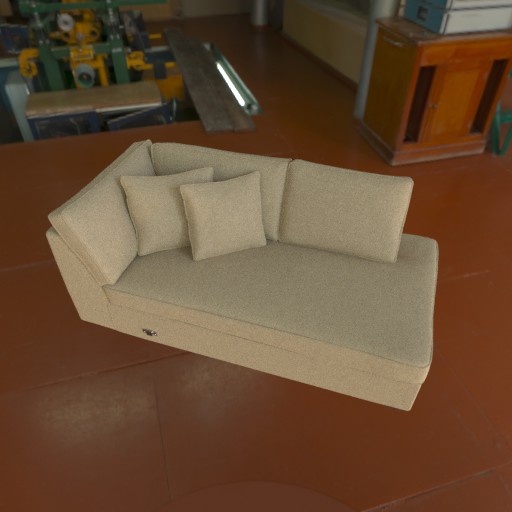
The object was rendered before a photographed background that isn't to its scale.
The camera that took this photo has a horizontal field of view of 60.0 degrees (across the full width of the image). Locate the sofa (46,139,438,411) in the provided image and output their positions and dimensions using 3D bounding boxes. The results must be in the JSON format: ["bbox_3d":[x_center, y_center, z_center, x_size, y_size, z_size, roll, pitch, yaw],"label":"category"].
[{"bbox_3d":[0.000,0.000,2.852,2.237,1.033,1.110,12,43,13],"label":"sofa"}]
